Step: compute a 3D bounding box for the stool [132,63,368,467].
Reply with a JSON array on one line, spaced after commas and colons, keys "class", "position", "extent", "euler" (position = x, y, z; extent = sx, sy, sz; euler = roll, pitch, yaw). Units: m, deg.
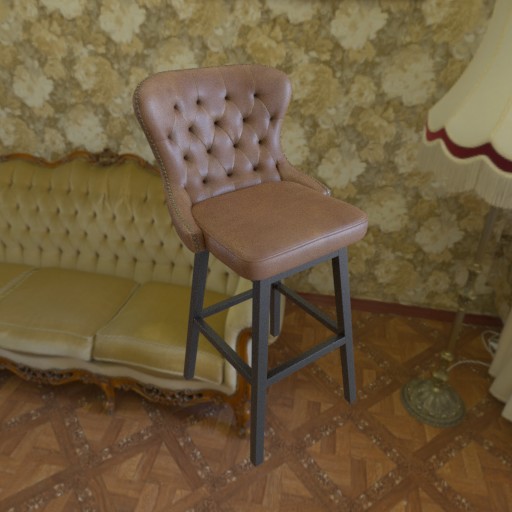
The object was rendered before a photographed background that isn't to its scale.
[{"class": "stool", "position": [0.000, 0.000, 1.398], "extent": [0.528, 1.050, 0.601], "euler": [-20, 36, -30]}]
